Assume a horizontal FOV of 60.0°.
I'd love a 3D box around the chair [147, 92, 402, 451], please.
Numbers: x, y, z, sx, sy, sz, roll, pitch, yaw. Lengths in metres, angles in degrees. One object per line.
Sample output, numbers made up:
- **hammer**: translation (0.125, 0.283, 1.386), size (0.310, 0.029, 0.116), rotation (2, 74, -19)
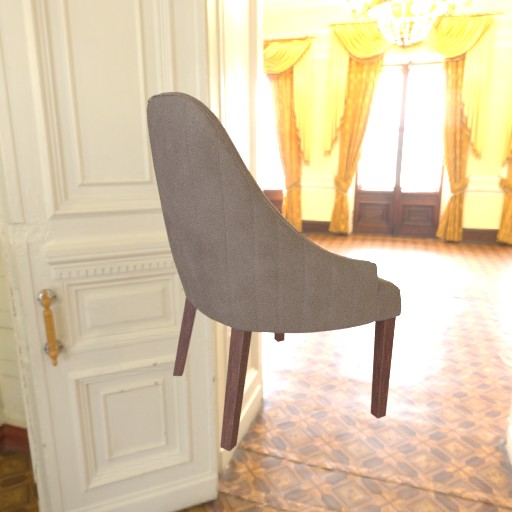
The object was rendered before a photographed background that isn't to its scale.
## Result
- **chair**: translation (0.000, 0.000, 1.319), size (0.575, 0.889, 0.643), rotation (-7, 16, -27)
